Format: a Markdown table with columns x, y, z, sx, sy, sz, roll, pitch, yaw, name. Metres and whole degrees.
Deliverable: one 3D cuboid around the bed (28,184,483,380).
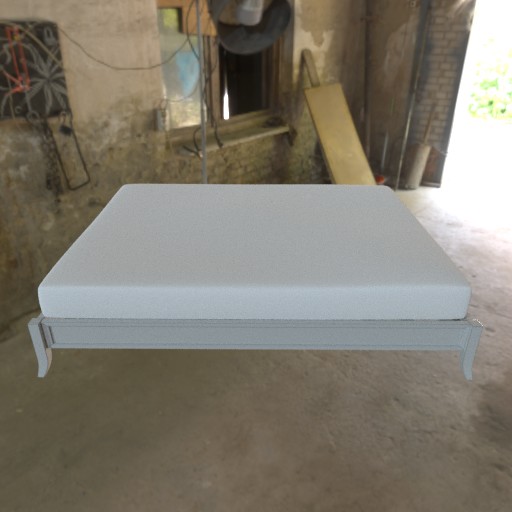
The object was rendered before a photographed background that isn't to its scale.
| x | y | z | sx | sy | sz | roll | pitch | yaw | name |
| --- | --- | --- | --- | --- | --- | --- | --- | --- | --- |
| 0.000 | 0.000 | 2.741 | 2.108 | 0.510 | 1.604 | 0 | 27 | 0 | bed |
